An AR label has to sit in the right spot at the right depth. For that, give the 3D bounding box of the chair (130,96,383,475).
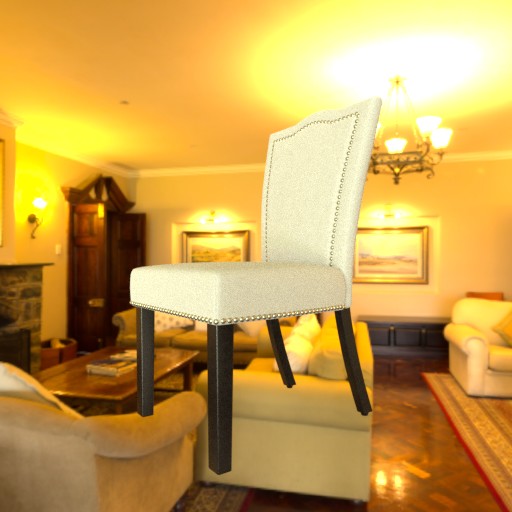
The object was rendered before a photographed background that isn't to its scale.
[{"bbox_3d":[0.000,0.000,1.301,0.589,0.946,0.518,0,0,-36],"label":"chair"}]
